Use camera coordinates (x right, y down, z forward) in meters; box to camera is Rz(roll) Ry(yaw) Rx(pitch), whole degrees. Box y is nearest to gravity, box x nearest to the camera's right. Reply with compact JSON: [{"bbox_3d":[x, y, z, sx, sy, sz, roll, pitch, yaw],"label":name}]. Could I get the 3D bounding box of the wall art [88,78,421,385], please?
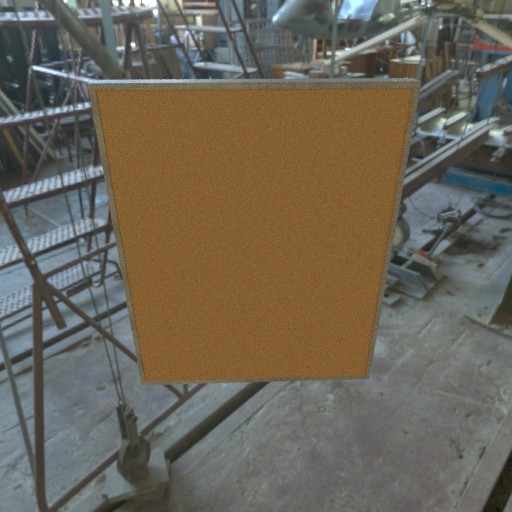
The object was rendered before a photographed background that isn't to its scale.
[{"bbox_3d":[0.000,0.000,0.701,0.421,0.521,0.032,-1,30,-2],"label":"wall art"}]
